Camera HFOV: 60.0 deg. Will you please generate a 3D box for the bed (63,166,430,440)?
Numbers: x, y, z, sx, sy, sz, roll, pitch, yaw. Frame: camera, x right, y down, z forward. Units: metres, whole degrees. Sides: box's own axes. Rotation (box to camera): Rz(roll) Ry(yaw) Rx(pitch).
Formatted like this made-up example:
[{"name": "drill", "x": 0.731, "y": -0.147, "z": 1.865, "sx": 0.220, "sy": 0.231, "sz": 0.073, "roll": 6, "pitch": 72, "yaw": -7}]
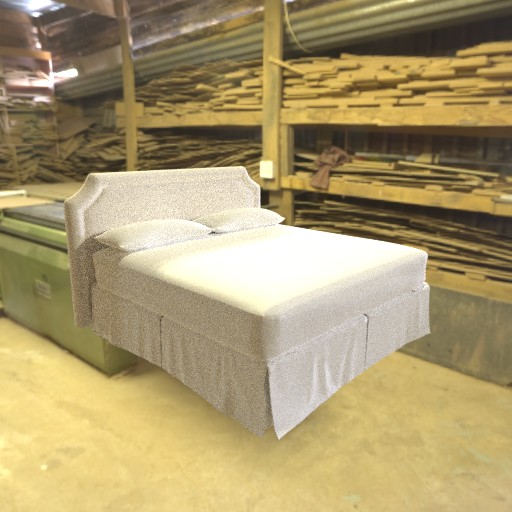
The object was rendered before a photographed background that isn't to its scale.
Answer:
[{"name": "bed", "x": 0.000, "y": 0.000, "z": 3.594, "sx": 2.204, "sy": 1.301, "sz": 2.160, "roll": 14, "pitch": 20, "yaw": 43}]
